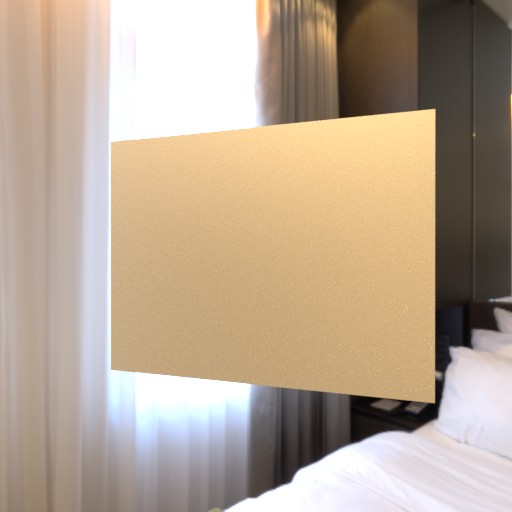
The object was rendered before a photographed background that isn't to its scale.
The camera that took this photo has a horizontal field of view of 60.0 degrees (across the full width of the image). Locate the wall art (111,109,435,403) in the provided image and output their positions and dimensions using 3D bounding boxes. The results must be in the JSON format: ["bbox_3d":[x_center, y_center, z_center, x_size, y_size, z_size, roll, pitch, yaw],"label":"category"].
[{"bbox_3d":[0.000,0.000,1.413,1.056,0.801,0.066,0,0,19],"label":"wall art"}]
